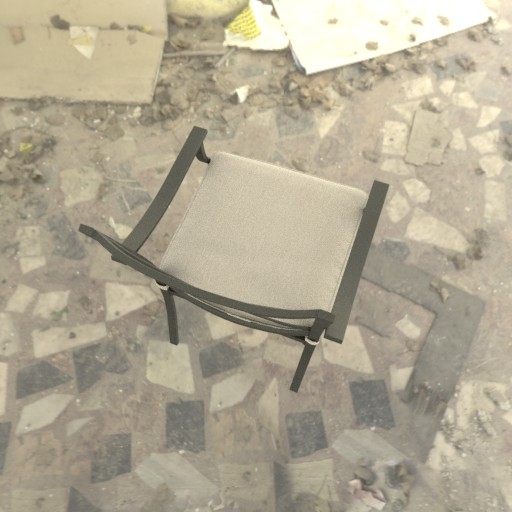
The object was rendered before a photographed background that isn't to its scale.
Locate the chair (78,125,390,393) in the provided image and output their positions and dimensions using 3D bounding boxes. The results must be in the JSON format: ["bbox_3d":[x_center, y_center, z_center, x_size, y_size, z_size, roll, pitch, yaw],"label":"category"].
[{"bbox_3d":[0.000,0.000,1.280,0.575,0.889,0.620,19,65,9],"label":"chair"}]
